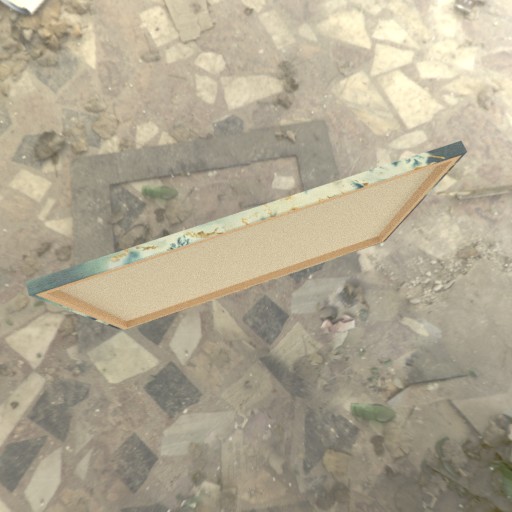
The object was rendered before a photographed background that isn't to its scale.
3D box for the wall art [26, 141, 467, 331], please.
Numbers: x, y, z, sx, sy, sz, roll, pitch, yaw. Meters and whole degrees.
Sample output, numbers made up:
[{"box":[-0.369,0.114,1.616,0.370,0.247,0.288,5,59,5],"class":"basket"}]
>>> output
[{"box":[0.000,0.000,1.458,1.138,0.759,0.035,-19,75,-5],"class":"wall art"}]
